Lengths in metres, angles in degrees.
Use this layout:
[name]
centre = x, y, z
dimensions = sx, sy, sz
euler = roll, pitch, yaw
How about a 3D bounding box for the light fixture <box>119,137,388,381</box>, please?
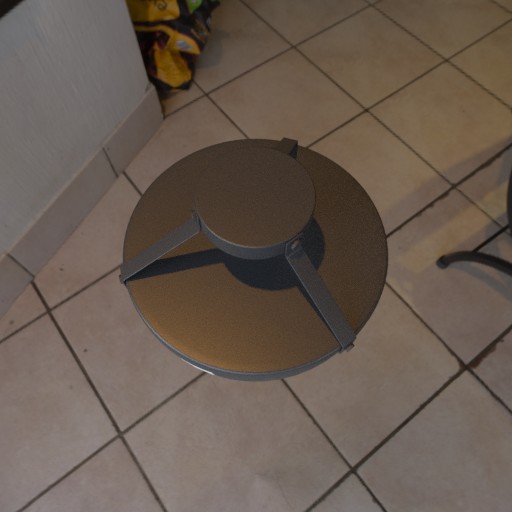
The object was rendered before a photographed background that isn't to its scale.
[light fixture]
centre = 0.000, 0.000, 0.543
dimensions = 0.304, 0.269, 0.304
euler = 0, 64, 0
